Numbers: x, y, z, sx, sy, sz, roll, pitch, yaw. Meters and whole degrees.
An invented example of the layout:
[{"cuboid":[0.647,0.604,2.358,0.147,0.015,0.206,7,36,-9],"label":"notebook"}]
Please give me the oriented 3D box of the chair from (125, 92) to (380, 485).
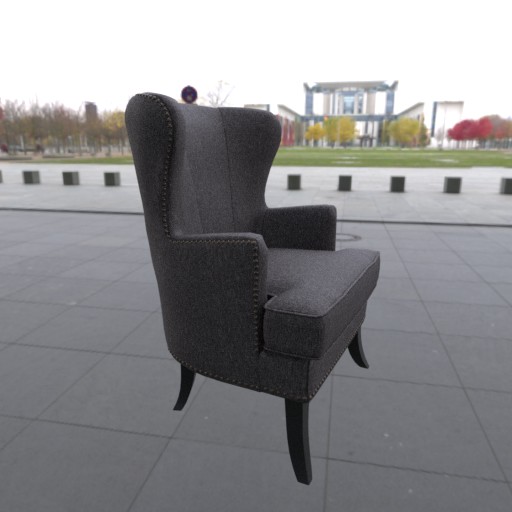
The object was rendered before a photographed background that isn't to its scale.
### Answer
[{"cuboid":[0.000,0.000,1.575,0.758,1.060,0.759,7,16,25],"label":"chair"}]
